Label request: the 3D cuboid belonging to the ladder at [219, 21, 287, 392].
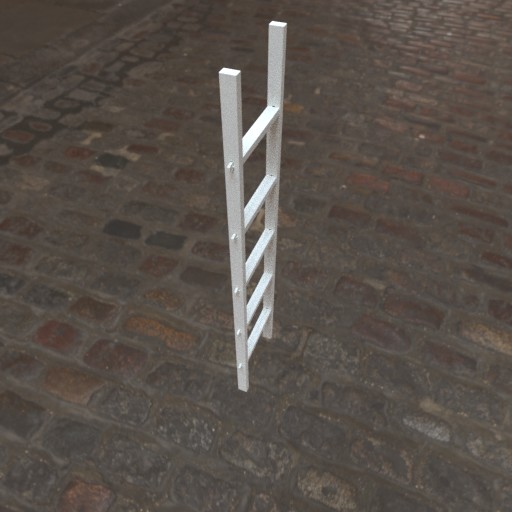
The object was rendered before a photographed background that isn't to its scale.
[{"bbox_3d":[0.000,0.000,1.951,0.051,1.797,0.452,16,49,15],"label":"ladder"}]
